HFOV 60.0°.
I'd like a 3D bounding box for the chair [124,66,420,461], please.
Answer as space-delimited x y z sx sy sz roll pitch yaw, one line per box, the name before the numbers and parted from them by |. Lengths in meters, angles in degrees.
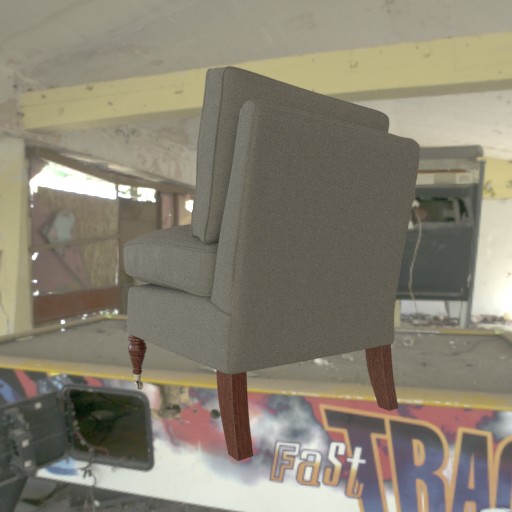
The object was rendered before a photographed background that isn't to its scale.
chair | 0.000 0.000 1.628 0.724 1.045 0.924 0 0 -36
